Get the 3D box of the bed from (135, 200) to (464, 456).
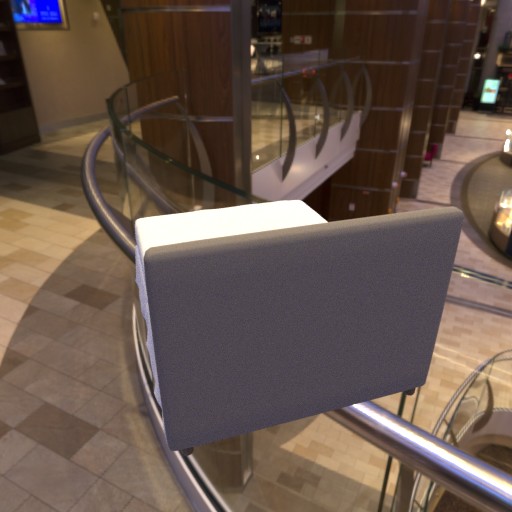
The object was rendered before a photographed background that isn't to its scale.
[{"bbox_3d":[0.000,0.000,3.310,1.748,1.330,2.142,-9,29,-16],"label":"bed"}]
